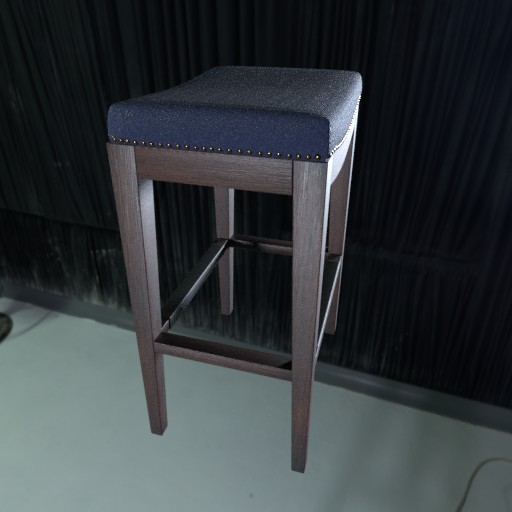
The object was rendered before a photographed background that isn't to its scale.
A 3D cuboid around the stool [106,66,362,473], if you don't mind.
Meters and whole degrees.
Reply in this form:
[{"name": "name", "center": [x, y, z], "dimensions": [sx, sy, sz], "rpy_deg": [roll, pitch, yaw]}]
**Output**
[{"name": "stool", "center": [0.000, 0.000, 1.002], "dimensions": [0.358, 0.740, 0.498], "rpy_deg": [8, 31, 14]}]
